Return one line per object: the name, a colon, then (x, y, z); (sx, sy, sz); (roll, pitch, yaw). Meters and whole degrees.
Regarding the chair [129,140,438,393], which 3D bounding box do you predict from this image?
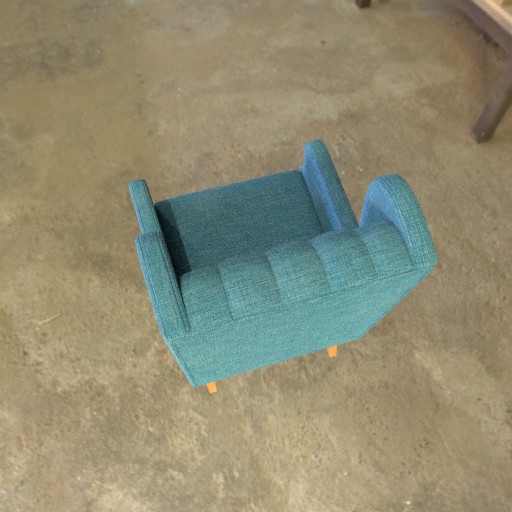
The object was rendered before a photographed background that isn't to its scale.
chair: (0.000, 0.000, 1.494); (0.711, 0.952, 0.775); (-14, 60, -9)
